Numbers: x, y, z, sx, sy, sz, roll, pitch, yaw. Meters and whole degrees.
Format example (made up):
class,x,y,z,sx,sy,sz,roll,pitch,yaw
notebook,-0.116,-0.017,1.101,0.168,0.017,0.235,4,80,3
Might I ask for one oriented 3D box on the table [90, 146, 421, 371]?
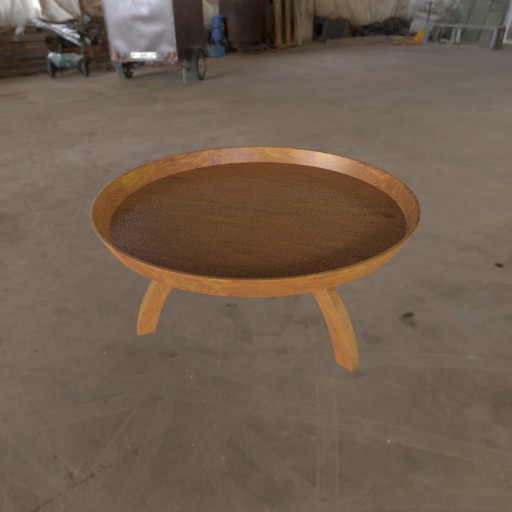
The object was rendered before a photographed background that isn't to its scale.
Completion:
class,x,y,z,sx,sy,sz,roll,pitch,yaw
table,0.000,0.000,1.542,1.016,0.470,1.016,0,31,0
